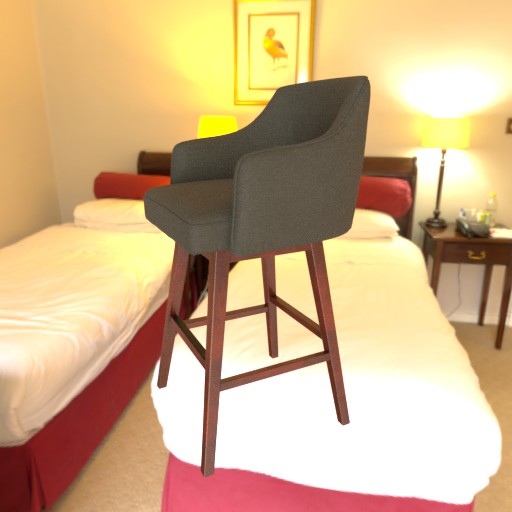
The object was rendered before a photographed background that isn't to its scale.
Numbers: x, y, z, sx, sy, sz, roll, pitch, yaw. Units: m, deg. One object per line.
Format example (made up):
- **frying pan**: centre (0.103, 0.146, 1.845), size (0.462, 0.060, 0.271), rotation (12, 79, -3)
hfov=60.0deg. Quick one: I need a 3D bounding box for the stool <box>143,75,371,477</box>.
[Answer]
- **stool**: centre (0.000, 0.000, 1.331), size (0.558, 1.012, 0.548), rotation (-9, 19, -26)
